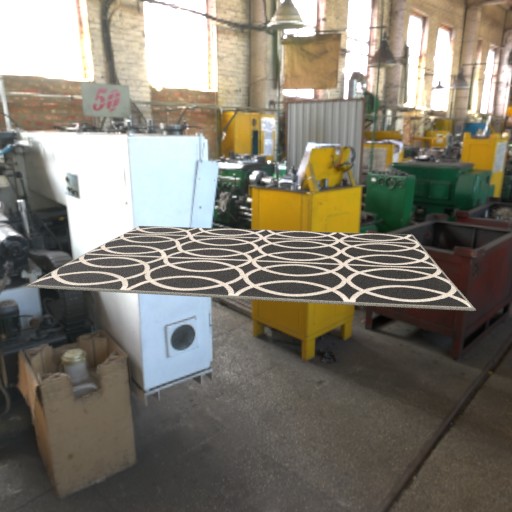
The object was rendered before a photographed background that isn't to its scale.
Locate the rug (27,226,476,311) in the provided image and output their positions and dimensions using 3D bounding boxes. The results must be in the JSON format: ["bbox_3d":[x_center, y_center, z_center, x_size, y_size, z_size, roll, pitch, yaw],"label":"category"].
[{"bbox_3d":[0.000,0.000,2.942,2.294,0.014,1.528,2,16,8],"label":"rug"}]
